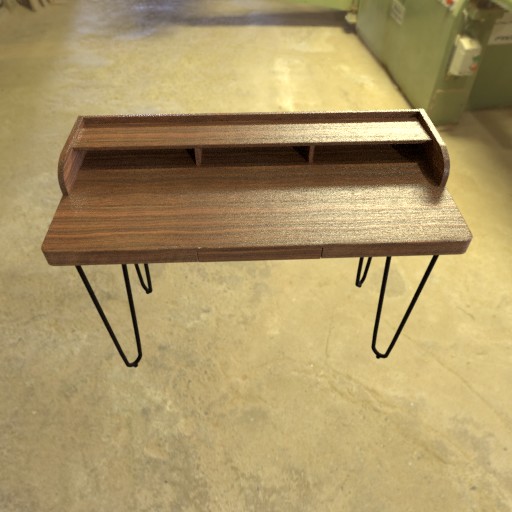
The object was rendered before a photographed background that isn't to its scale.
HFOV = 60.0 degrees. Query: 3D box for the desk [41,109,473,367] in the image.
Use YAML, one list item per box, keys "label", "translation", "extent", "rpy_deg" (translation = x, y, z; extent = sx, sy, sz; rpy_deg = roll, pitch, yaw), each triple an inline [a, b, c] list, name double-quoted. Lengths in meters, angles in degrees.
- label: "desk"
  translation: [0.000, 0.000, 1.648]
  extent: [1.200, 0.854, 0.565]
  rpy_deg: [-2, 46, -2]
